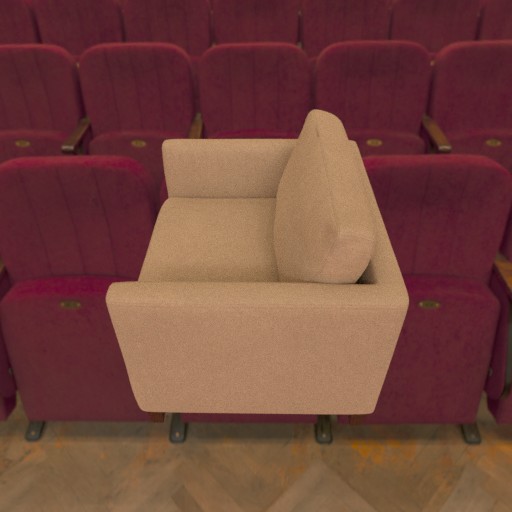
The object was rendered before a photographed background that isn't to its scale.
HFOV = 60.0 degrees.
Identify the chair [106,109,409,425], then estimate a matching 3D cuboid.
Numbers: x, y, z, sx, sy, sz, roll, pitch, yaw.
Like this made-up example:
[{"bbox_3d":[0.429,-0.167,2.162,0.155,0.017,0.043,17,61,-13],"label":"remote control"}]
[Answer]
[{"bbox_3d":[0.000,0.000,1.898,0.959,0.961,1.107,0,41,1],"label":"chair"}]
